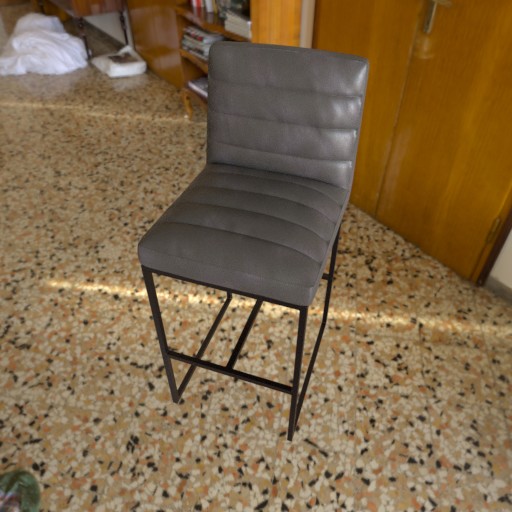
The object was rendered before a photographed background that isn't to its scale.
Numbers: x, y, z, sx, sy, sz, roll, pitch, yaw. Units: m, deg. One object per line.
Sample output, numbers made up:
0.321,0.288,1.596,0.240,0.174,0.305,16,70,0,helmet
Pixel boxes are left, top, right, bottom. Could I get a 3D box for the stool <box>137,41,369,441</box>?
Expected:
0.000,0.000,1.354,0.463,1.065,0.562,13,43,14,stool
